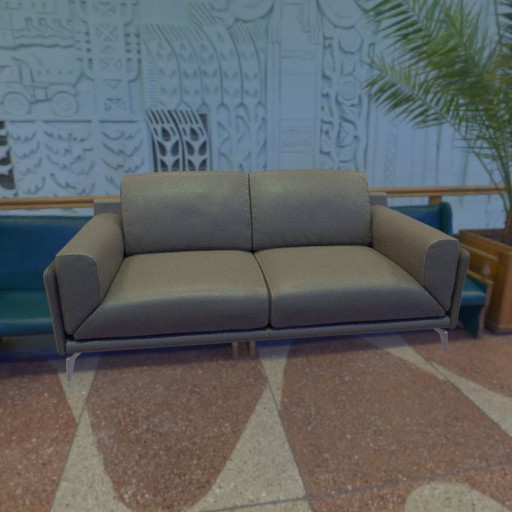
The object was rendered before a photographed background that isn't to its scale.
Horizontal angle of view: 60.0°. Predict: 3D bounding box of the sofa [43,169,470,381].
[{"bbox_3d":[0.000,0.000,2.647,2.101,0.930,1.049,-2,17,-8],"label":"sofa"}]
